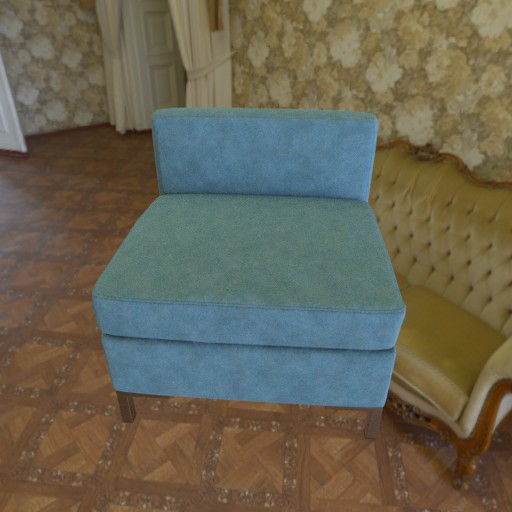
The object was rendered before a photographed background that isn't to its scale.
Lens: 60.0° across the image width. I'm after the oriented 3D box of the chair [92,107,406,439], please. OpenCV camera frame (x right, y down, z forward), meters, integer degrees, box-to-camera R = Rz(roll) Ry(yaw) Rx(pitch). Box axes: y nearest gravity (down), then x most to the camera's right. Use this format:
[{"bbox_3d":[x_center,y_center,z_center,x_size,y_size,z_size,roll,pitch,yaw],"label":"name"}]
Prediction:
[{"bbox_3d":[0.000,0.000,1.229,0.684,0.660,0.685,2,31,4],"label":"chair"}]
